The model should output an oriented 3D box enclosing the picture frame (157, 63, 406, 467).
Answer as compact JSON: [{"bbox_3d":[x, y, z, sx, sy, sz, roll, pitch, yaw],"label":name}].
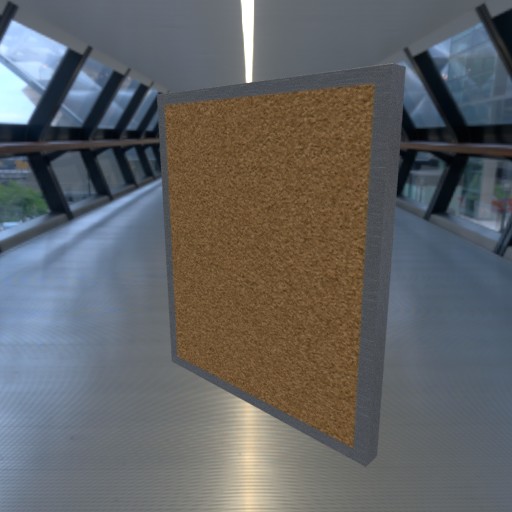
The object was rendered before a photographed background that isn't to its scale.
[{"bbox_3d":[0.000,0.000,0.518,0.327,0.378,0.027,13,19,42],"label":"picture frame"}]
